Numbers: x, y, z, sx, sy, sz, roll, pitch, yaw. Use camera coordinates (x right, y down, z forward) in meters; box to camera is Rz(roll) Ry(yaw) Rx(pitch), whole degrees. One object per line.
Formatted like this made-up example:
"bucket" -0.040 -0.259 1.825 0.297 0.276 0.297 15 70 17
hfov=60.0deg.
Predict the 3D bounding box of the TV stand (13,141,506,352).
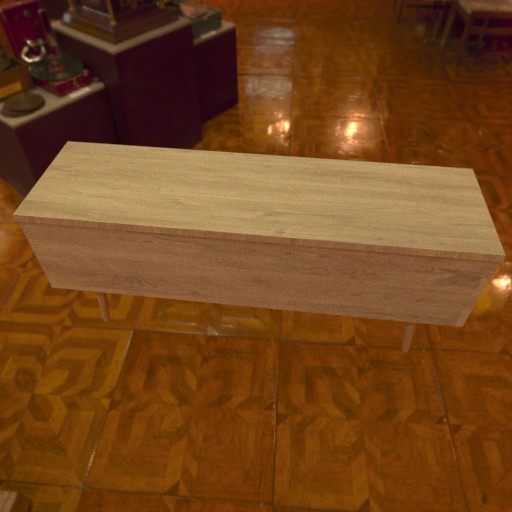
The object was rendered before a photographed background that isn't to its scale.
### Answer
"TV stand" 0.000 0.000 1.508 1.313 0.565 0.401 5 46 5
